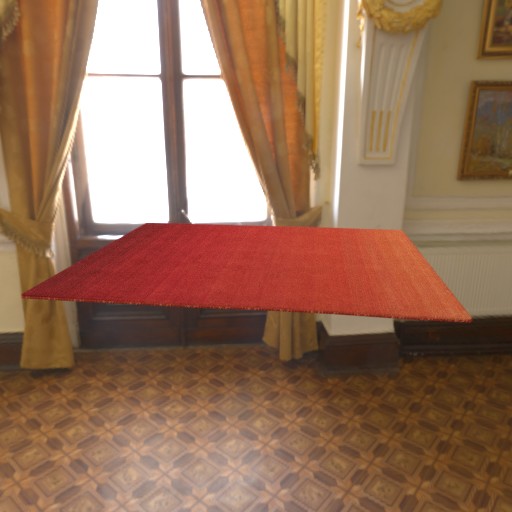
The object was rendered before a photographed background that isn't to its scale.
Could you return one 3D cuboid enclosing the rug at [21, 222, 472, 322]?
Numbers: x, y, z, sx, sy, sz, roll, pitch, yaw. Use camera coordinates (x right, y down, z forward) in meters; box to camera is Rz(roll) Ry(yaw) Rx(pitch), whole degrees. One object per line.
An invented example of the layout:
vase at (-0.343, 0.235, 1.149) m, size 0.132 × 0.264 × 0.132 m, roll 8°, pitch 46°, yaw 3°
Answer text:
rug at (0.000, 0.000, 3.905) m, size 2.905 × 0.028 × 2.340 m, roll 2°, pitch 17°, yaw 7°
